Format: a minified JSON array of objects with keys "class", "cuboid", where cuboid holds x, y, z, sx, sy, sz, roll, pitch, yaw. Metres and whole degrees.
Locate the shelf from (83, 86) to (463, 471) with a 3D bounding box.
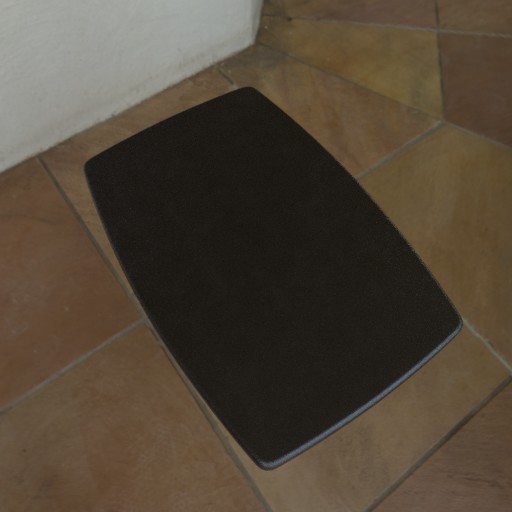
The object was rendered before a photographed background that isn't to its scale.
[{"class":"shelf","cuboid":[0.000,0.000,0.520,0.280,0.100,0.410,-30,67,-14]}]
